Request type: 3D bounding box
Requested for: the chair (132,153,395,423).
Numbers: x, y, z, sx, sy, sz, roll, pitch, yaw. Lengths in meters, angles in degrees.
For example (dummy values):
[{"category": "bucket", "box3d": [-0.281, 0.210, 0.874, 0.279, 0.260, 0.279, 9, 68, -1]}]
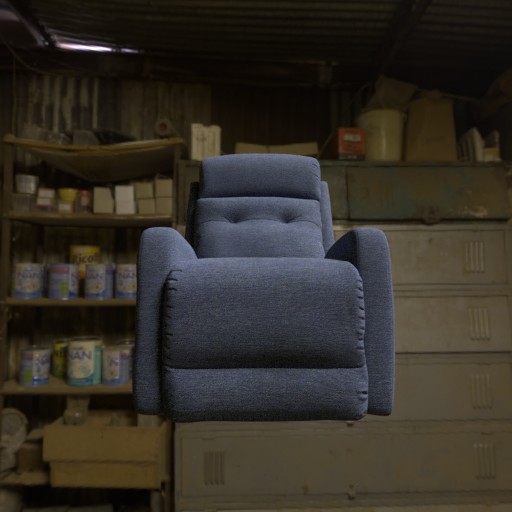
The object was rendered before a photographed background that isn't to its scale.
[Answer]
[{"category": "chair", "box3d": [0.000, 0.000, 1.725, 0.798, 1.013, 1.043, 0, -2, -1]}]
